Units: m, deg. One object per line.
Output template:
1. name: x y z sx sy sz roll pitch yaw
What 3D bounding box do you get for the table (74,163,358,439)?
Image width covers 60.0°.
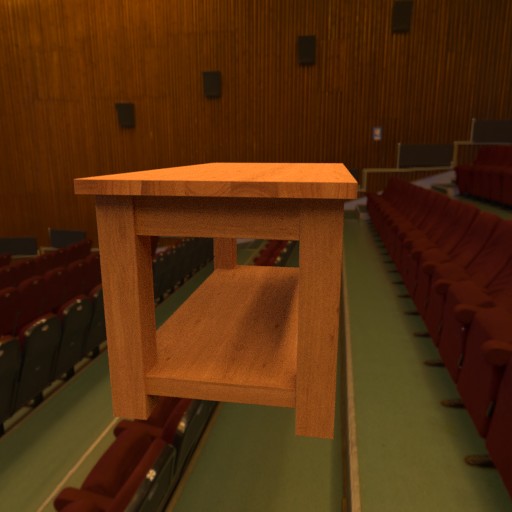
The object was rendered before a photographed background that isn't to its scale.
1. table: 0.000 0.000 1.165 0.450 0.452 0.899 2 14 9
